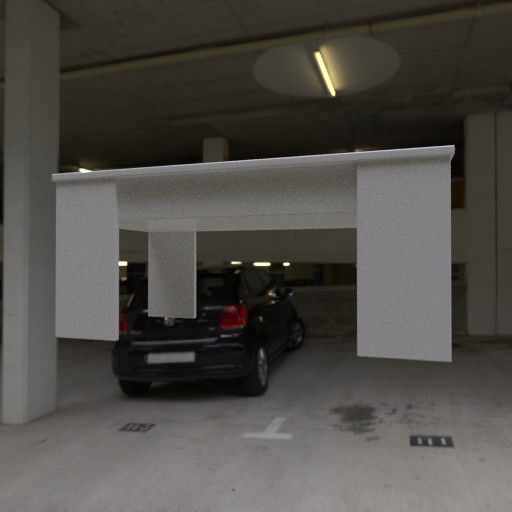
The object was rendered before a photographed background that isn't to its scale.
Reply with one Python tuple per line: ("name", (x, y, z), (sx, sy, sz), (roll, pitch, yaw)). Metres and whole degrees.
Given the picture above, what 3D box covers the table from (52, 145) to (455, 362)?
("table", (0.000, 0.000, 1.283), (1.000, 0.440, 0.500), (0, -1, 17))
